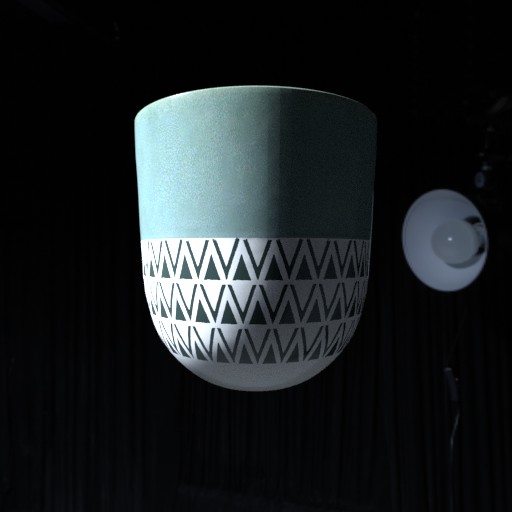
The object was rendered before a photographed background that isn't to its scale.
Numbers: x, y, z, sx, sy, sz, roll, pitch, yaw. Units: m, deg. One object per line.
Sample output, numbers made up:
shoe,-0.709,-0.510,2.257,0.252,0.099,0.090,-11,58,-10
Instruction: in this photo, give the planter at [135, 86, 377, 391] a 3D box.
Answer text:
planter,0.000,0.000,0.376,0.198,0.214,0.198,0,0,0
